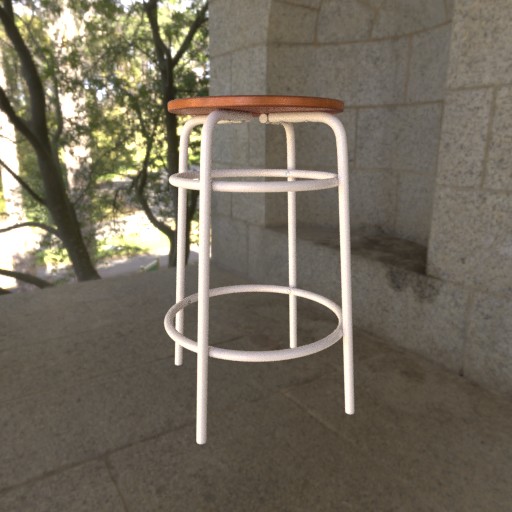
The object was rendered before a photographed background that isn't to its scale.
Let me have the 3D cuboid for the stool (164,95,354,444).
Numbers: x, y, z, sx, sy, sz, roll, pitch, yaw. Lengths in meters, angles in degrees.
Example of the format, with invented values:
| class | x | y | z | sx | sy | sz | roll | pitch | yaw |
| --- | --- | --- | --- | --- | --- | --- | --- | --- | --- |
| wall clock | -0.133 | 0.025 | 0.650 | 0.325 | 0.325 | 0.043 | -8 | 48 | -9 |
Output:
| class | x | y | z | sx | sy | sz | roll | pitch | yaw |
| --- | --- | --- | --- | --- | --- | --- | --- | --- | --- |
| stool | 0.000 | 0.000 | 0.933 | 0.455 | 0.610 | 0.455 | 8 | 17 | 27 |
